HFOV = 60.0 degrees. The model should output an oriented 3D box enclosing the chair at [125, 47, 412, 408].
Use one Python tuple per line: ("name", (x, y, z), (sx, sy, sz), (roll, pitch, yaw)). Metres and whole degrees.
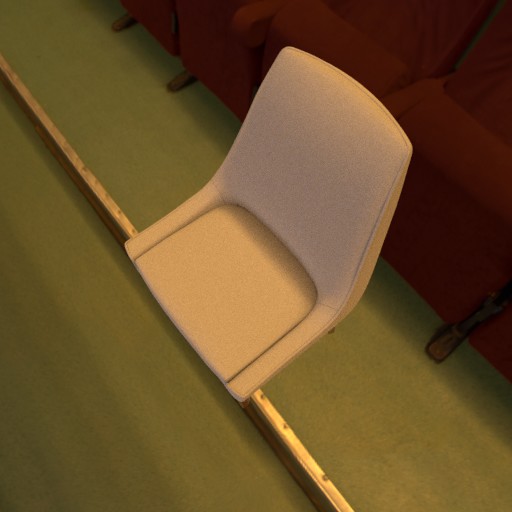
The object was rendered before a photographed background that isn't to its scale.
("chair", (0.000, 0.000, 1.176), (0.544, 0.861, 0.529), (-36, 69, -16))
